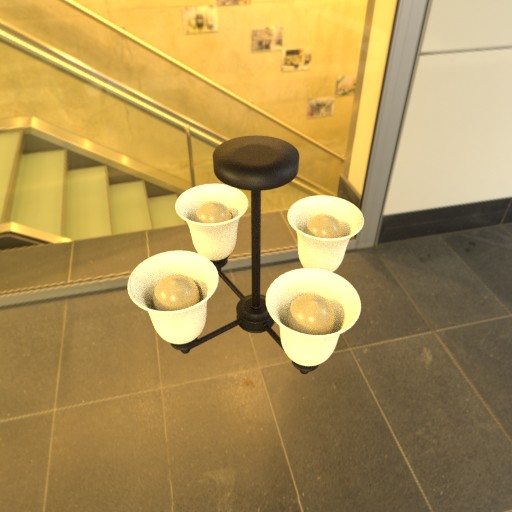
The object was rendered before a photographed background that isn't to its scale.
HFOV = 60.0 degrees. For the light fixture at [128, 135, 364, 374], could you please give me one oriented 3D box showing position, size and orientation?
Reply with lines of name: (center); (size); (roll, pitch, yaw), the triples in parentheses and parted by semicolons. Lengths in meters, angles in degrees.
light fixture: (0.000, 0.000, 1.838); (1.069, 0.925, 1.069); (-23, 46, -25)
